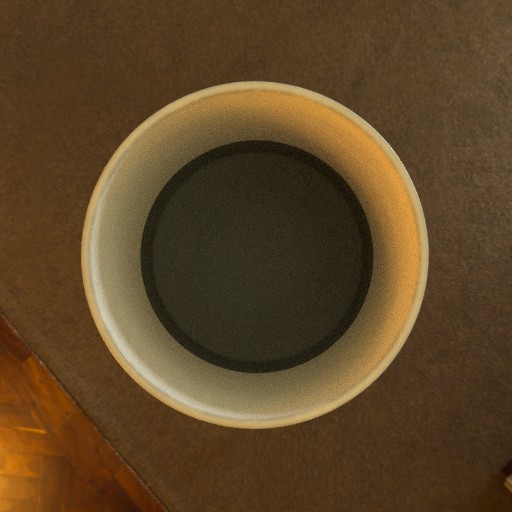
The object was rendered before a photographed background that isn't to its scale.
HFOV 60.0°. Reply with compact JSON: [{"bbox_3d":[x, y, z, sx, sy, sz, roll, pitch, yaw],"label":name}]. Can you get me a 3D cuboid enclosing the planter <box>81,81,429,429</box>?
[{"bbox_3d":[0.000,0.000,0.216,0.128,0.105,0.128,0,89,1],"label":"planter"}]
